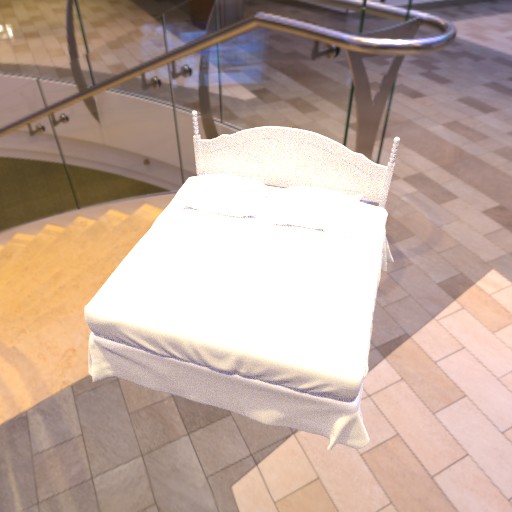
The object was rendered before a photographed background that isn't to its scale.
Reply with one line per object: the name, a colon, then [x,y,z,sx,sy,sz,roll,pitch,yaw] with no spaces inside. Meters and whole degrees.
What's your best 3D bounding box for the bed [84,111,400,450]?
bed: [0.000,0.000,3.635,2.322,1.355,2.219,11,42,13]
